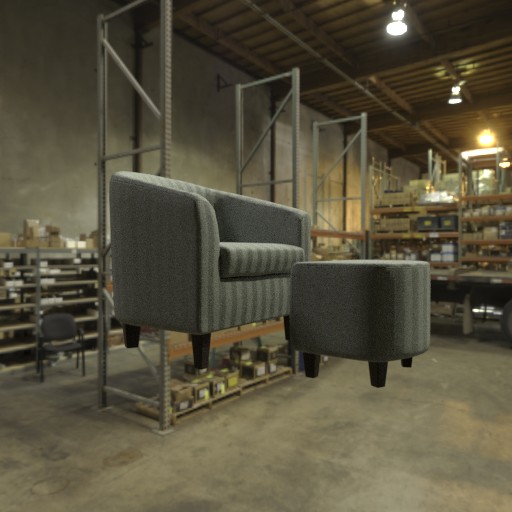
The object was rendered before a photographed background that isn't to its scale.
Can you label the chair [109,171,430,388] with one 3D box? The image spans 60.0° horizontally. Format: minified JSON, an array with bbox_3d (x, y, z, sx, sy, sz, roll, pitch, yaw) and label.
[{"bbox_3d":[0.000,0.000,1.726,1.288,0.757,0.756,1,1,36],"label":"chair"}]
